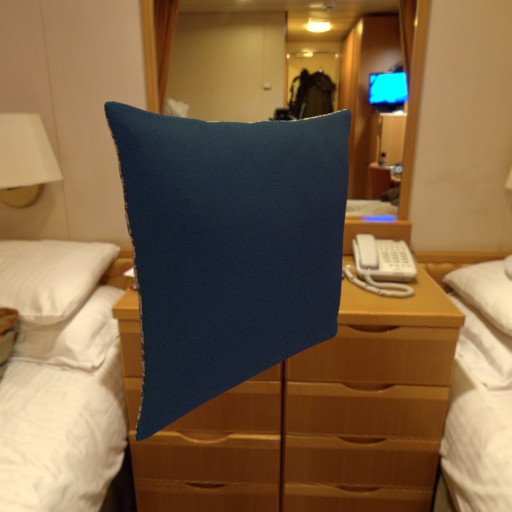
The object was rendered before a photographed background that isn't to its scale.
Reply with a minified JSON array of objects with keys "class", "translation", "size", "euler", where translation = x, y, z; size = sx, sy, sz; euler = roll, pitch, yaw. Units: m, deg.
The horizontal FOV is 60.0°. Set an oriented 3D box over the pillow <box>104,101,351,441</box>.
[{"class":"pillow","translation":[0.000,0.000,0.795],"size":[0.523,0.510,0.166],"euler":[-15,23,-41]}]
